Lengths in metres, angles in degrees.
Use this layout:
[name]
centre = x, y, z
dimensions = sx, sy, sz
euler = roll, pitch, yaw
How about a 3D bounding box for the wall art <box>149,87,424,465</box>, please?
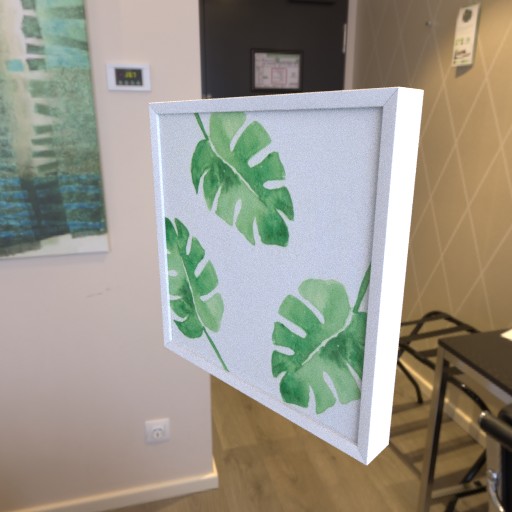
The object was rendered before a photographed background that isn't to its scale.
[wall art]
centre = 0.000, 0.000, 0.453
dimensions = 0.305, 0.305, 0.038
euler = 16, 22, 42
